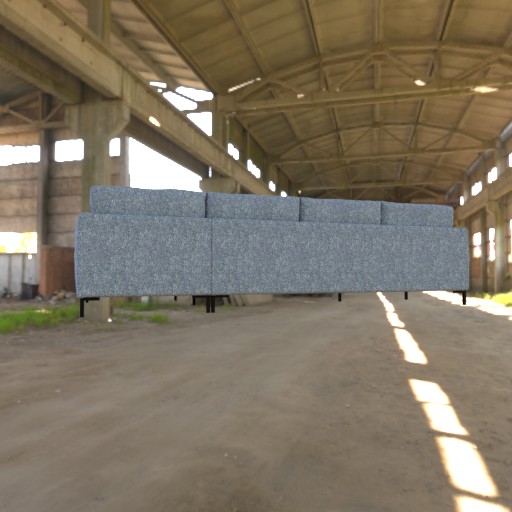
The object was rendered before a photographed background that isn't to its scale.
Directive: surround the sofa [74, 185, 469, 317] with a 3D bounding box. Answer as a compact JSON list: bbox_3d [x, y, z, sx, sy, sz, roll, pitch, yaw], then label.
[{"bbox_3d":[0.000,0.000,3.705,2.737,0.756,1.879,1,-2,-19],"label":"sofa"}]
